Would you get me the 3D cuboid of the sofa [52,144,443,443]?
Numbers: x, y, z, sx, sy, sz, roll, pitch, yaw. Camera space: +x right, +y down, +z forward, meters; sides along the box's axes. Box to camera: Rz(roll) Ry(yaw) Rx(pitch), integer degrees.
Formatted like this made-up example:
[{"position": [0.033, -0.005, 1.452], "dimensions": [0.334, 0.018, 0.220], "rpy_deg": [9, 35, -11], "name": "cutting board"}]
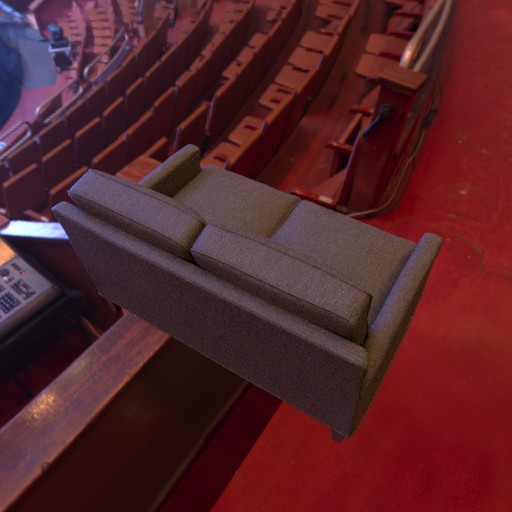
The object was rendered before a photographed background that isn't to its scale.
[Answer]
[{"position": [0.000, 0.000, 2.262], "dimensions": [1.597, 1.003, 1.084], "rpy_deg": [24, 51, 22], "name": "sofa"}]
